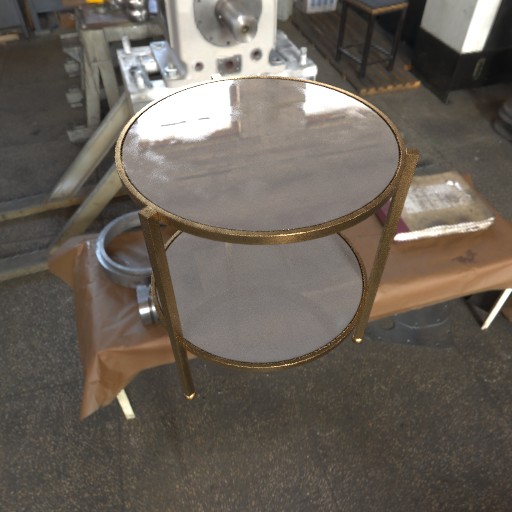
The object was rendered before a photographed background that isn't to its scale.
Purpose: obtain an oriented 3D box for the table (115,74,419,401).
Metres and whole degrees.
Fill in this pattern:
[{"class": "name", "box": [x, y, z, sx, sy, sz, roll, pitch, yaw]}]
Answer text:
[{"class": "table", "box": [0.000, 0.000, 0.455, 0.231, 0.269, 0.243, 31, 54, 26]}]
